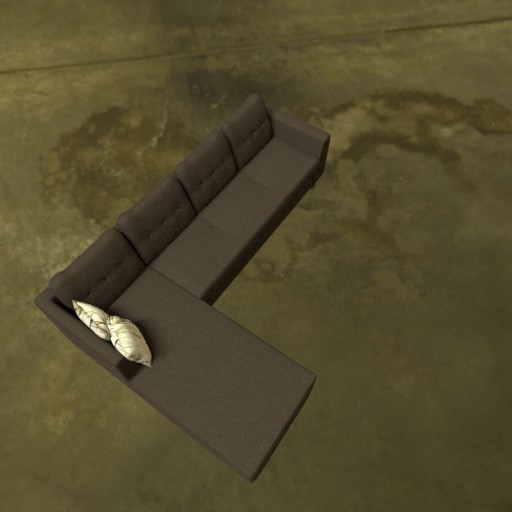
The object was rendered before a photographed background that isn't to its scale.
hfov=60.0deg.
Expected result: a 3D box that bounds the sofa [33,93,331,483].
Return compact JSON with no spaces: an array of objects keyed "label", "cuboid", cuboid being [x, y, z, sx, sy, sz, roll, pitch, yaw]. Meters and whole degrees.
[{"label":"sofa","cuboid":[0.000,0.000,3.547,1.829,0.932,2.679,31,63,18]}]
